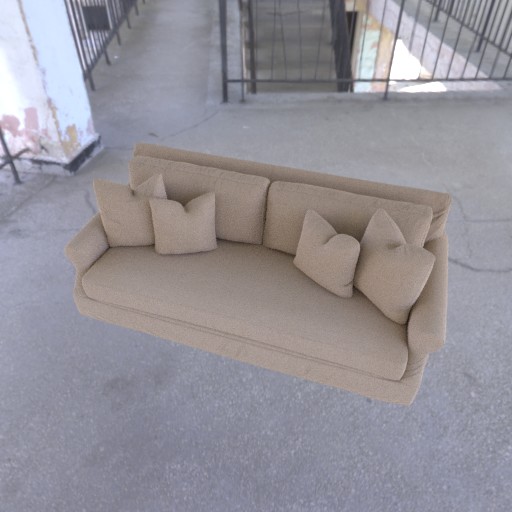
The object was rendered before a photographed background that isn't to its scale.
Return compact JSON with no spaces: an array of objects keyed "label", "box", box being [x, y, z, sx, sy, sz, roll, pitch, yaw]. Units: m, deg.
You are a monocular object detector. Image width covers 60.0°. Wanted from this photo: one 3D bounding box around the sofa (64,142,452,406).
[{"label":"sofa","box":[0.000,0.000,2.820,2.285,0.904,1.067,12,42,14]}]
